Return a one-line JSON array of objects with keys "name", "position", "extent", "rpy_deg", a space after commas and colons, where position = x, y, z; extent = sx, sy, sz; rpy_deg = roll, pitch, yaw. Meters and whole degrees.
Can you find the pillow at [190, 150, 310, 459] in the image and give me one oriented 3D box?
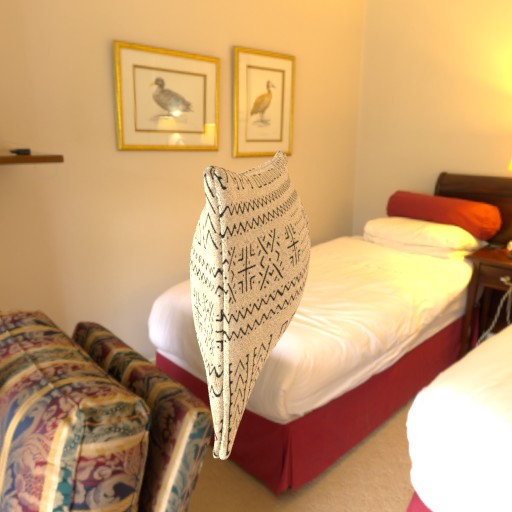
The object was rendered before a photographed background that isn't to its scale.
[{"name": "pillow", "position": [0.000, 0.000, 0.790], "extent": [0.188, 0.352, 0.637], "rpy_deg": [3, 15, 9]}]
